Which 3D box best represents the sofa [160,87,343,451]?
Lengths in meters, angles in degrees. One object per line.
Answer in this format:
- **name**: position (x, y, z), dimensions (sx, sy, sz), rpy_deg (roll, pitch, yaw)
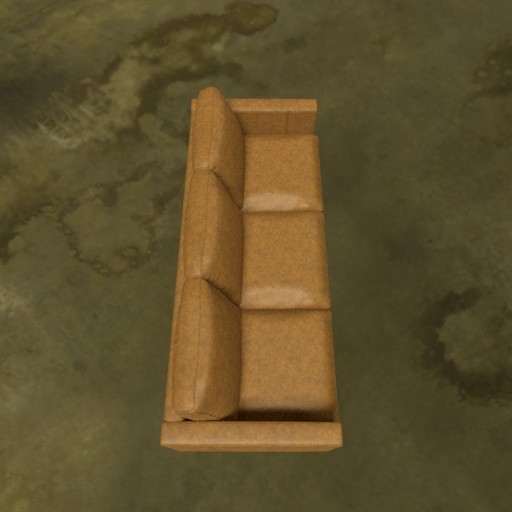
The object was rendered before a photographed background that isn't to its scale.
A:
- **sofa**: position (0.000, 0.000, 2.790), dimensions (0.903, 0.930, 2.231), rpy_deg (0, 64, 0)
